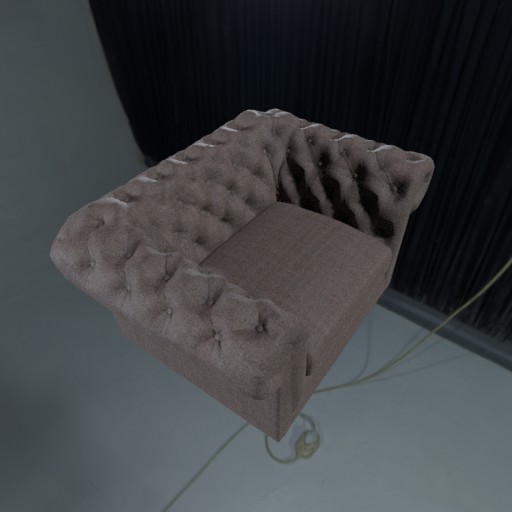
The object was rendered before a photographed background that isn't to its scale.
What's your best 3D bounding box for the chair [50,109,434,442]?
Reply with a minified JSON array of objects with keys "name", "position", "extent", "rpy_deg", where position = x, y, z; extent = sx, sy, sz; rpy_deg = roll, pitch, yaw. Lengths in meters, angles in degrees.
[{"name":"chair","position":[0.000,0.000,1.866],"extent":[0.945,0.780,1.298],"rpy_deg":[26,48,26]}]
